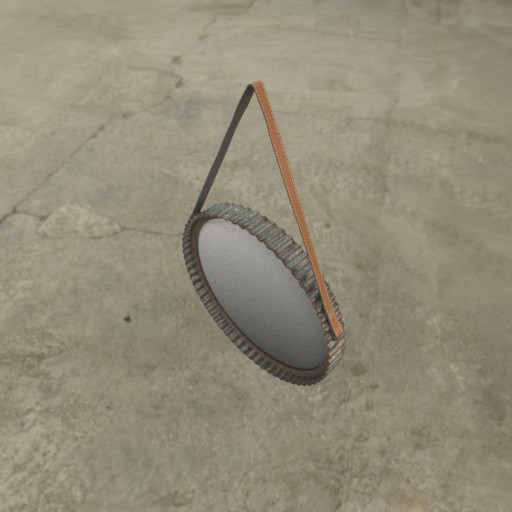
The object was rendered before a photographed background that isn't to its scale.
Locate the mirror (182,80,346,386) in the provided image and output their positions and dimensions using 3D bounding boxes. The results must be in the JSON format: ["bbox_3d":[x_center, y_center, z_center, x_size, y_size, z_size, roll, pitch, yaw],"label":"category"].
[{"bbox_3d":[0.000,0.000,0.707,0.355,0.568,0.042,35,55,29],"label":"mirror"}]
